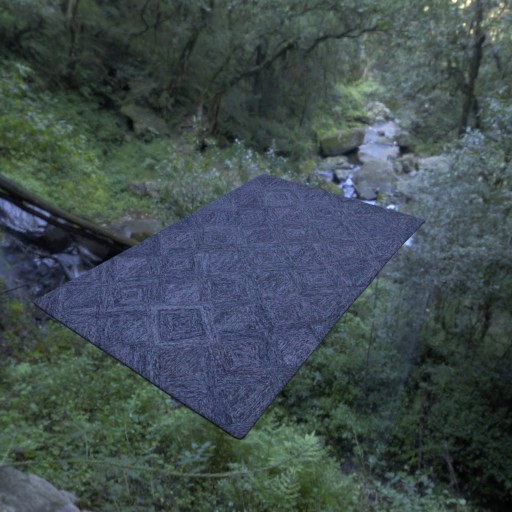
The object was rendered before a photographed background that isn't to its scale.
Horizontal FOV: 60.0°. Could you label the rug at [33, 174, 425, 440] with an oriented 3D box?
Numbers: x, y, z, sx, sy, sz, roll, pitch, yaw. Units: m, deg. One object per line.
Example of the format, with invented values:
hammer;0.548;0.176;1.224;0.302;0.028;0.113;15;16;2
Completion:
rug;0.000;0.000;2.245;1.158;0.013;1.752;22;39;29
